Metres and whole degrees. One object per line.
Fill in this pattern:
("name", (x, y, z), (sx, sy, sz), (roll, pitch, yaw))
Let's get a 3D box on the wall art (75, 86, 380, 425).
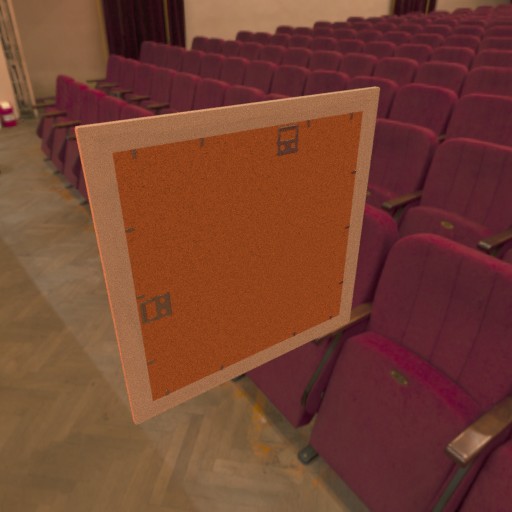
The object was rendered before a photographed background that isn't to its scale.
("wall art", (0.000, 0.000, 0.881), (0.584, 0.584, 0.013), (-19, 35, -29))
